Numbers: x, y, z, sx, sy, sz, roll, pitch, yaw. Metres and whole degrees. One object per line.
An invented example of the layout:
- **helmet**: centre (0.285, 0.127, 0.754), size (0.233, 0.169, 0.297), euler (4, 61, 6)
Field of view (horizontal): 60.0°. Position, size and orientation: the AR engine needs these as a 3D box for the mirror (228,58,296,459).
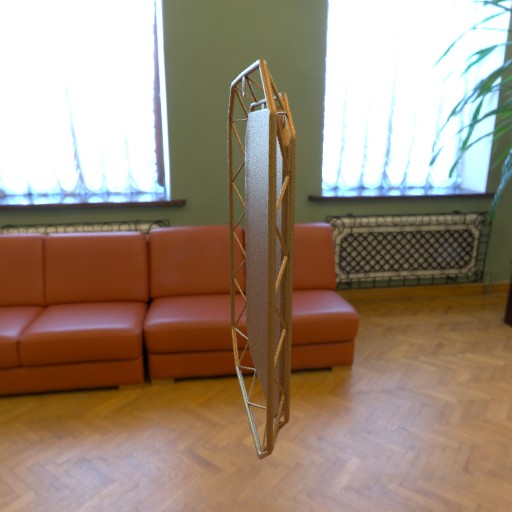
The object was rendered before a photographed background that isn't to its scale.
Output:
- **mirror**: centre (0.000, 0.000, 0.729), size (0.042, 0.566, 0.417), euler (-3, 16, -9)
